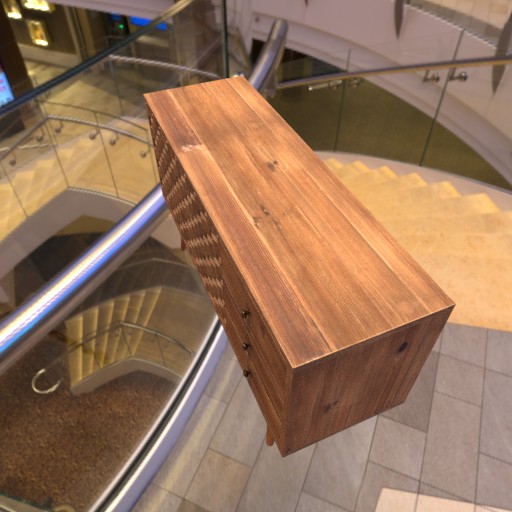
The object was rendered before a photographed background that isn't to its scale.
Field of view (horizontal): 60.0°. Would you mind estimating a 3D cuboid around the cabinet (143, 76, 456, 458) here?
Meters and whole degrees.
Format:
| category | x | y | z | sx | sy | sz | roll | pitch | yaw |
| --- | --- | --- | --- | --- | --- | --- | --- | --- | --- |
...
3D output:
| category | x | y | z | sx | sy | sz | roll | pitch | yaw |
| --- | --- | --- | --- | --- | --- | --- | --- | --- | --- |
| cabinet | 0.000 | 0.000 | 1.761 | 0.472 | 0.800 | 1.400 | -17 | 48 | -16 |
